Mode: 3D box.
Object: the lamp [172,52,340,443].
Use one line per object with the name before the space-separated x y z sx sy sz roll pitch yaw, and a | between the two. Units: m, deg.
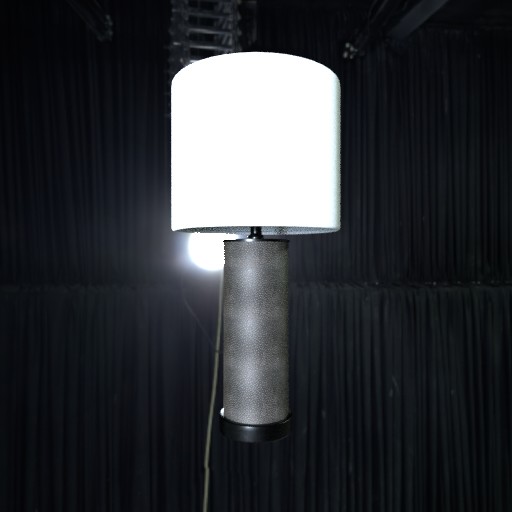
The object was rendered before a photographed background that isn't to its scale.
lamp | 0.000 0.000 0.818 0.305 0.634 0.305 0 0 -18
